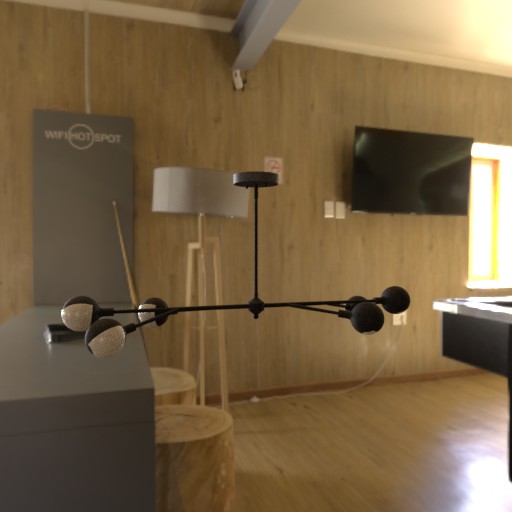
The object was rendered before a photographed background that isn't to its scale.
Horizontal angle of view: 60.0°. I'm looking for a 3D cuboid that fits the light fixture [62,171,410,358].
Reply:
[{"bbox_3d":[0.000,0.000,0.996,0.778,0.362,0.434,0,1,-2],"label":"light fixture"}]
